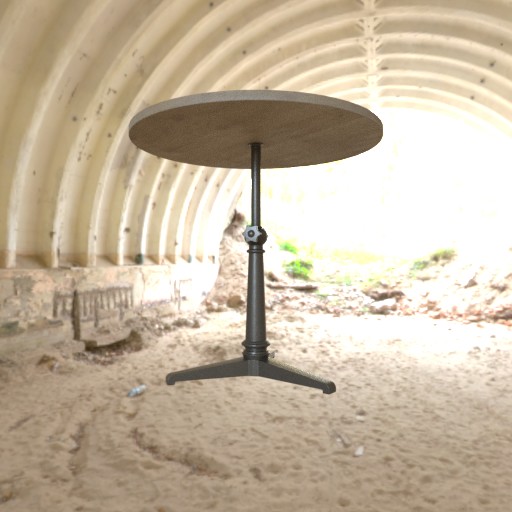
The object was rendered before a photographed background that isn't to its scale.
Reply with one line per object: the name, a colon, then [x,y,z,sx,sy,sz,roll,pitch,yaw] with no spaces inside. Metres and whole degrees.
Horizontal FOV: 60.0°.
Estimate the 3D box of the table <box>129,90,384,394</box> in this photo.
table: [0.000,0.000,1.444,0.800,0.780,0.800,0,-1,0]
